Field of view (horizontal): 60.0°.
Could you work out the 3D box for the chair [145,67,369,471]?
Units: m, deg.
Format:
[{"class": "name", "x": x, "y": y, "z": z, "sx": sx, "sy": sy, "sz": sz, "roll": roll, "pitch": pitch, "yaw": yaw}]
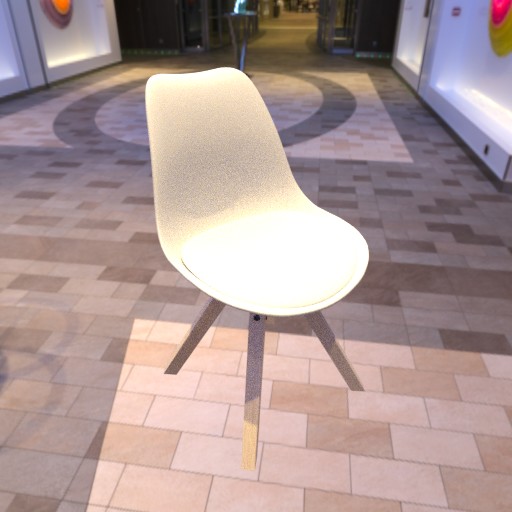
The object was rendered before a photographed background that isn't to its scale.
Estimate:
[{"class": "chair", "x": 0.000, "y": 0.000, "z": 1.164, "sx": 0.485, "sy": 0.850, "sz": 0.550, "roll": -22, "pitch": 37, "yaw": -32}]
